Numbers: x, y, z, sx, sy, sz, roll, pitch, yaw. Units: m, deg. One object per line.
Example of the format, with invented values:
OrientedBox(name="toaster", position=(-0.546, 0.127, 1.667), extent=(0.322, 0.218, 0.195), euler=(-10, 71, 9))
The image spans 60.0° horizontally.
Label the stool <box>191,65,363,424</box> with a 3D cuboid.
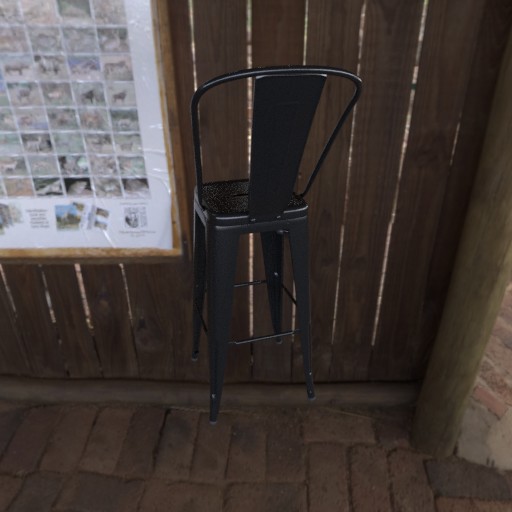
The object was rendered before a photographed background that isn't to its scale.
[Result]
OrientedBox(name="stool", position=(0.000, 0.000, 1.349), extent=(0.399, 1.096, 0.513), euler=(-8, 28, -16))
